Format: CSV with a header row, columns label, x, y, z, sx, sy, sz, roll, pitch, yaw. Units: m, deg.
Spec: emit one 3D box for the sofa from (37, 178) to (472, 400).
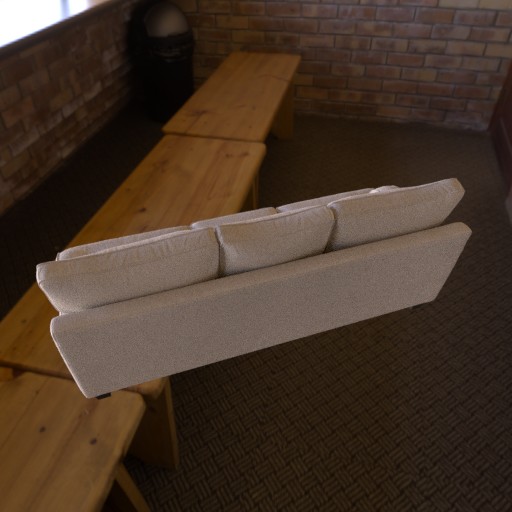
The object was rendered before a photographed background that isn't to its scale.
label,x,y,z,sx,sy,sz,roll,pitch,yaw
sofa,0.000,0.000,2.786,2.323,0.991,1.016,-13,42,-15
